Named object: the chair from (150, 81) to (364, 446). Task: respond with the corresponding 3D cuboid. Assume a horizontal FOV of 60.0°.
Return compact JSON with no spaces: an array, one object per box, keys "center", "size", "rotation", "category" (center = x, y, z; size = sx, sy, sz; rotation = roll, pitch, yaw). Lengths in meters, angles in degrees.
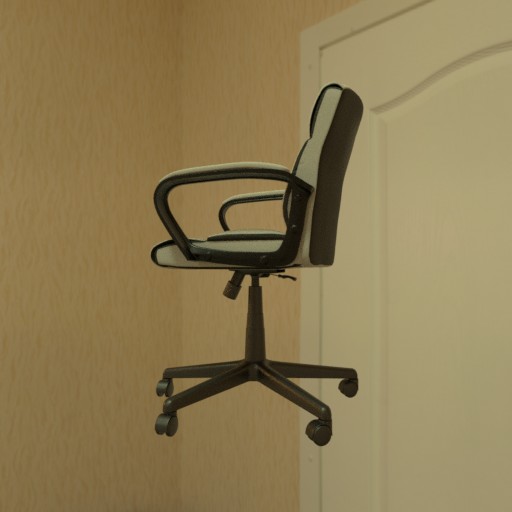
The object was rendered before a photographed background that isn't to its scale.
[{"center":[0.000,0.000,1.513],"size":[0.717,1.004,0.739],"rotation":[0,-1,18],"category":"chair"}]
